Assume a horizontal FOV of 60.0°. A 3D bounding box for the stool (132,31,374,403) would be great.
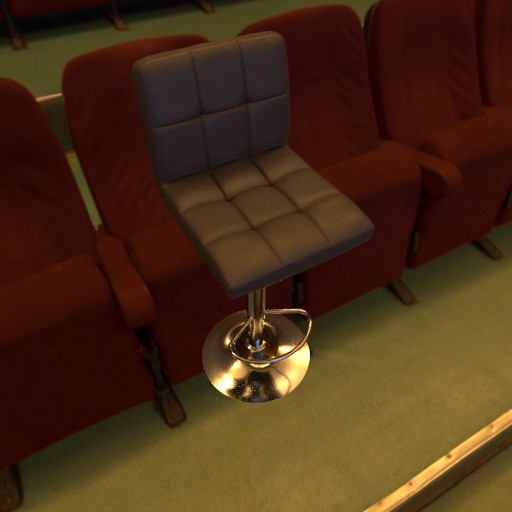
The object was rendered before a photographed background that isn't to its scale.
[{"bbox_3d":[0.000,0.000,1.360,0.430,1.115,0.505,-22,50,-20],"label":"stool"}]
